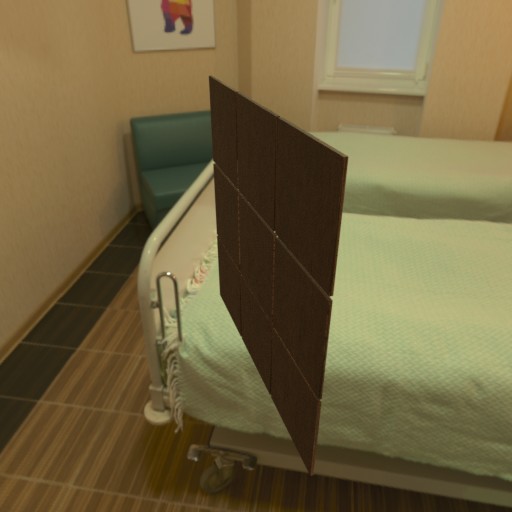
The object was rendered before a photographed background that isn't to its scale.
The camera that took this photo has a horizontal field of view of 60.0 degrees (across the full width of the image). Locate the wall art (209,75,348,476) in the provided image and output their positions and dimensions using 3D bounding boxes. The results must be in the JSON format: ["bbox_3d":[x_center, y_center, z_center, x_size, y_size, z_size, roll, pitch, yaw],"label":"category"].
[{"bbox_3d":[0.000,0.000,1.819,0.013,1.213,1.215,-11,32,-17],"label":"wall art"}]
